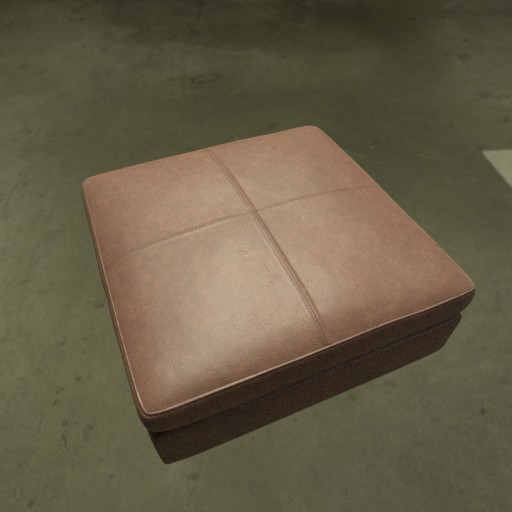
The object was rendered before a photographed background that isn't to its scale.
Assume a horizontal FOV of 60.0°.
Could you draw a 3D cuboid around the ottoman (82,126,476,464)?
[{"bbox_3d":[0.000,0.000,1.781,1.168,0.490,1.168,-17,49,-16],"label":"ottoman"}]
